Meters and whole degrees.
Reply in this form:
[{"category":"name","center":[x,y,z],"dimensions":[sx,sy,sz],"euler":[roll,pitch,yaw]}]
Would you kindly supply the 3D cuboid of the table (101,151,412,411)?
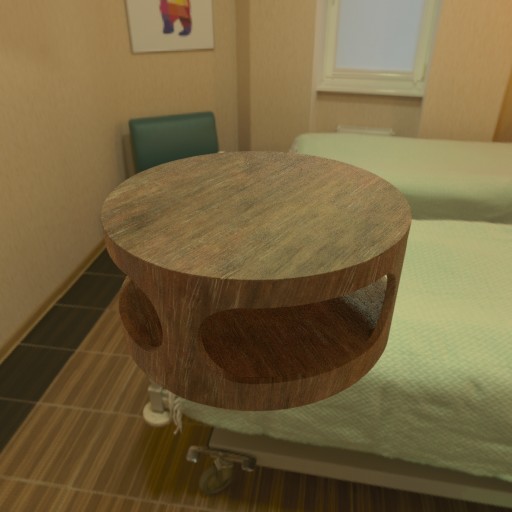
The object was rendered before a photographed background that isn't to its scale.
[{"category":"table","center":[0.000,0.000,1.564],"dimensions":[0.974,0.450,0.974],"euler":[0,31,0]}]
